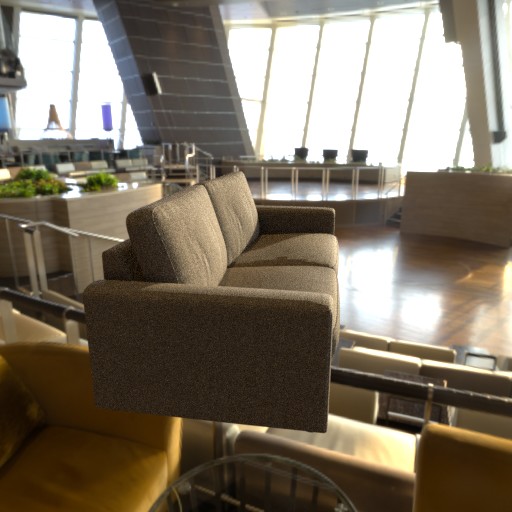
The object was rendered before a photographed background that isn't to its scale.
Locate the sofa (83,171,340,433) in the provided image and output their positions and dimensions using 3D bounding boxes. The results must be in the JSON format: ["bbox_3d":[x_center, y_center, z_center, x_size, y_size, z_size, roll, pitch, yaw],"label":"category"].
[{"bbox_3d":[0.000,0.000,2.717,1.016,0.873,2.179,3,16,10],"label":"sofa"}]
